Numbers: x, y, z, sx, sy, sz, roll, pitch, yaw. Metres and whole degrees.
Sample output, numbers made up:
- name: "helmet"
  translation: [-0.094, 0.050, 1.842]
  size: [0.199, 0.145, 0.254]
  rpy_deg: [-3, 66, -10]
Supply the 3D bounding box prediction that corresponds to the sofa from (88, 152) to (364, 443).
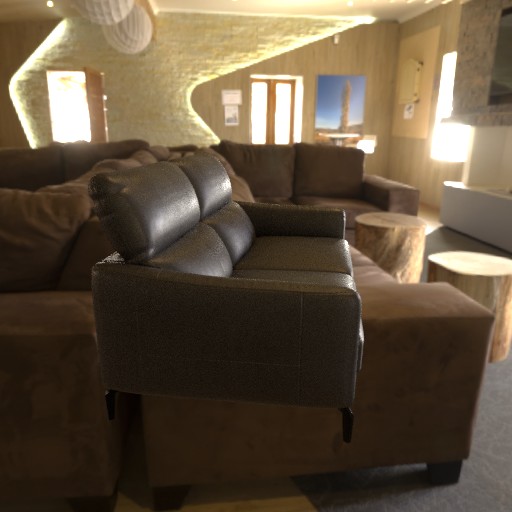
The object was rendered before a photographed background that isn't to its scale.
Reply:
- name: "sofa"
  translation: [0.000, 0.000, 2.179]
  size: [0.958, 0.920, 1.596]
  rpy_deg: [3, 16, 9]
